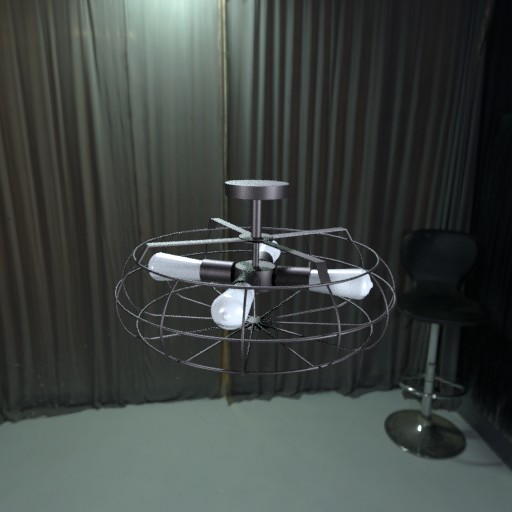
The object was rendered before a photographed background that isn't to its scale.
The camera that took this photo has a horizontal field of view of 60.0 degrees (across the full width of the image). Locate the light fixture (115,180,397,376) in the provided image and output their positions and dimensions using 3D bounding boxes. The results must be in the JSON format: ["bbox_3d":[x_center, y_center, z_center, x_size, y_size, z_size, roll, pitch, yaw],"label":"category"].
[{"bbox_3d":[0.000,0.000,0.942,0.582,0.311,0.582,0,15,0],"label":"light fixture"}]
